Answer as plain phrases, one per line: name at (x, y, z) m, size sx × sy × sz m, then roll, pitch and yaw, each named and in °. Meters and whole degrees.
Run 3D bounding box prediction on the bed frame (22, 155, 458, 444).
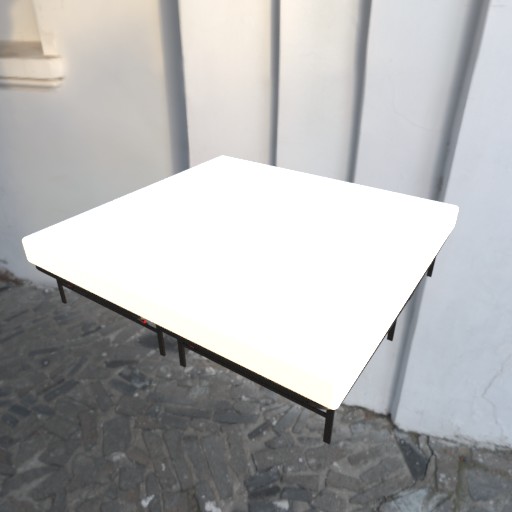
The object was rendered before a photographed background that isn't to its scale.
bed frame at (0.000, 0.000, 2.926) m, size 2.033 × 0.525 × 1.935 m, roll 19°, pitch 35°, yaw 29°
